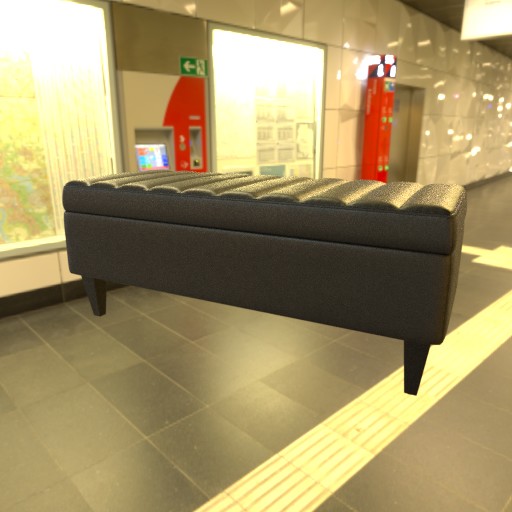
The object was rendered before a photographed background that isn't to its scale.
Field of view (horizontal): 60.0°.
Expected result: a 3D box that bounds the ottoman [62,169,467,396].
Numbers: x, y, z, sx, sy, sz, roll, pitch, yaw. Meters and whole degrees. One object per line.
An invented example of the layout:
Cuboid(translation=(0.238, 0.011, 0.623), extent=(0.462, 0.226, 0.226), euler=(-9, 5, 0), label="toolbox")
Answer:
Cuboid(translation=(0.000, 0.000, 1.388), extent=(1.151, 0.469, 0.482), euler=(8, 18, 26), label="ottoman")
